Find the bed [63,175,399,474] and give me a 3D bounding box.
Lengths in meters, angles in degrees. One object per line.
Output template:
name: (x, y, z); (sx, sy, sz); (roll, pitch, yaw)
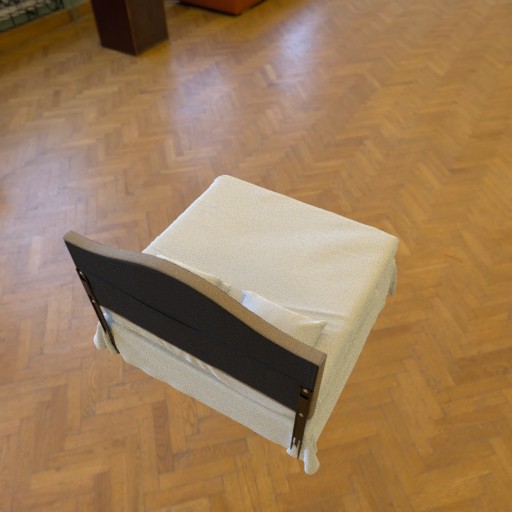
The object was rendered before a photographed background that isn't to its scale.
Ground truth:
bed: (0.000, 0.000, 3.809); (2.311, 1.651, 2.222); (23, 52, 20)
